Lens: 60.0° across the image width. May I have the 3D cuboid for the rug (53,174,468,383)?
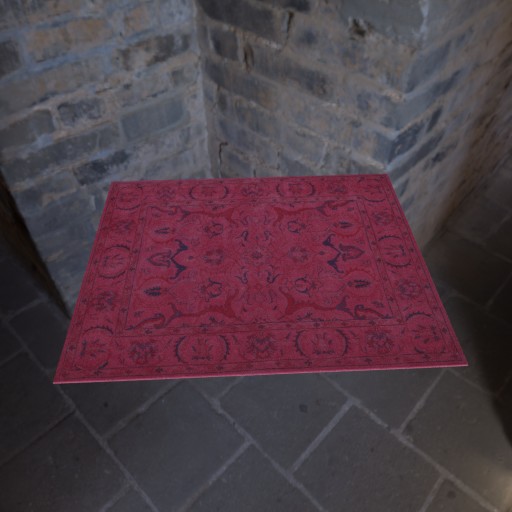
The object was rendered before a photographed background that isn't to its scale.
[{"bbox_3d":[0.000,0.000,3.910,2.929,0.012,2.300,-2,46,-2],"label":"rug"}]
